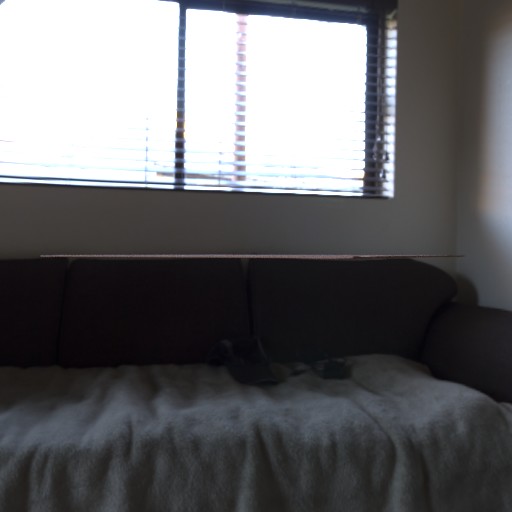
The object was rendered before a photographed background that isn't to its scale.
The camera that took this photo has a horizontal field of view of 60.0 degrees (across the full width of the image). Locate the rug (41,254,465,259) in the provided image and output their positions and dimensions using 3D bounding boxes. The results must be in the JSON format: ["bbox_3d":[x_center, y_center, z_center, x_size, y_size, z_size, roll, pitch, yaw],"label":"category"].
[{"bbox_3d":[0.000,0.000,4.112,3.092,0.023,2.479,0,0,37],"label":"rug"}]
